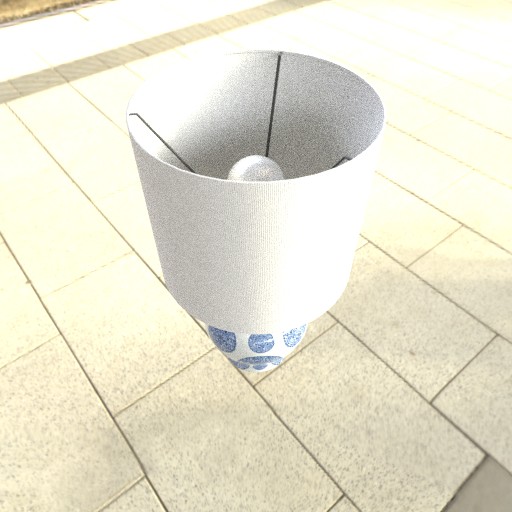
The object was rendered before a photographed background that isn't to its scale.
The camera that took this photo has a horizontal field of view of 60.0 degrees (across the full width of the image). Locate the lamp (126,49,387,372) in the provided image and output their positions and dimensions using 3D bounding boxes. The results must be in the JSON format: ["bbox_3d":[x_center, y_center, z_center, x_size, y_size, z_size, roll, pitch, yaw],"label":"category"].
[{"bbox_3d":[0.000,0.000,0.512,0.215,0.381,0.215,-33,56,-26],"label":"lamp"}]
